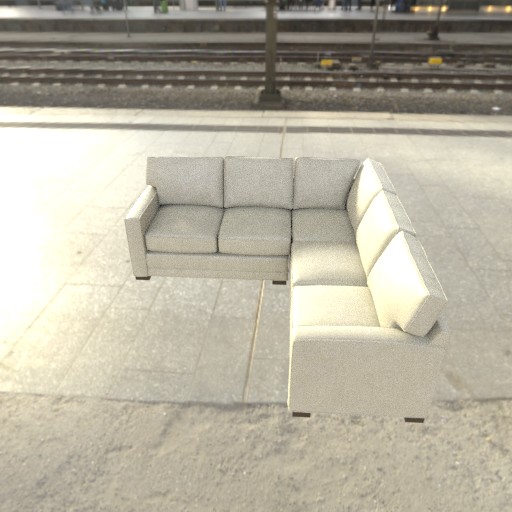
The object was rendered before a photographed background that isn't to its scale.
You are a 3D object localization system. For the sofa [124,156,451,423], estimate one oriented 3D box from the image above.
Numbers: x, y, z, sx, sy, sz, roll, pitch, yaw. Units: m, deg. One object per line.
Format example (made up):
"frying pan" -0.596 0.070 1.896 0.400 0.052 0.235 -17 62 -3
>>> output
"sofa" 0.000 0.000 3.378 2.188 0.936 2.211 1 31 2
